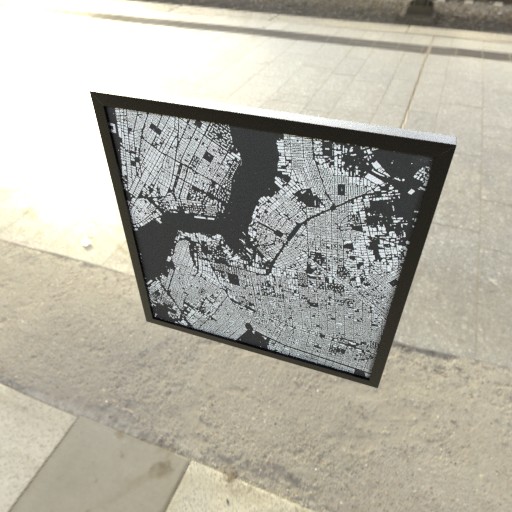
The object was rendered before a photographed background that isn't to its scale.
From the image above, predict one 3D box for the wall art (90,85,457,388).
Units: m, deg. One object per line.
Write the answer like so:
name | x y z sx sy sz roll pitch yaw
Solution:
wall art | 0.000 0.000 1.130 0.755 0.761 0.038 13 43 14
